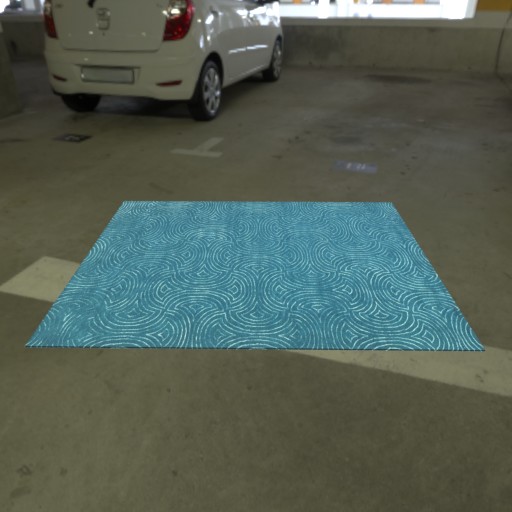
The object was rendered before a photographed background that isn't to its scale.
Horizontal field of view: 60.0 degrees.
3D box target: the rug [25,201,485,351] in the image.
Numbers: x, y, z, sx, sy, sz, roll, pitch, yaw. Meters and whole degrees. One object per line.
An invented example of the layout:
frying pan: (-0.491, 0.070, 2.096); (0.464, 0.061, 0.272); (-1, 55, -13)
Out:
rug: (0.000, 0.000, 3.966); (3.033, 0.012, 2.432); (0, 30, 1)
